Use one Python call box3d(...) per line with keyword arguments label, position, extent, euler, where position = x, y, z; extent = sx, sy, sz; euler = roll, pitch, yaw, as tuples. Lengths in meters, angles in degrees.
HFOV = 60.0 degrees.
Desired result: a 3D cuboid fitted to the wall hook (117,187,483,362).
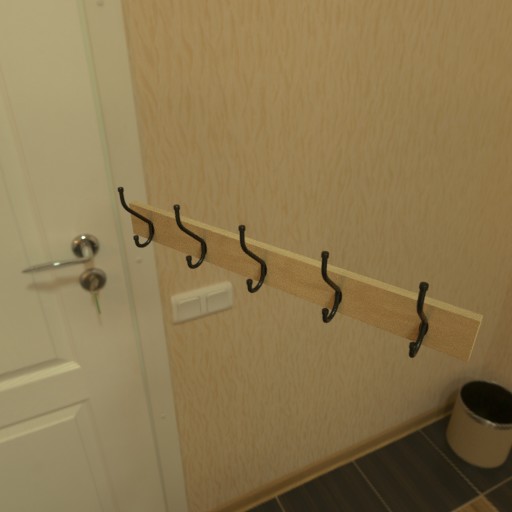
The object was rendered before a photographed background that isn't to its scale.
box3d(label="wall hook", position=(0.000, 0.000, 0.614), extent=(0.571, 0.117, 0.071), euler=(19, 35, 30))
